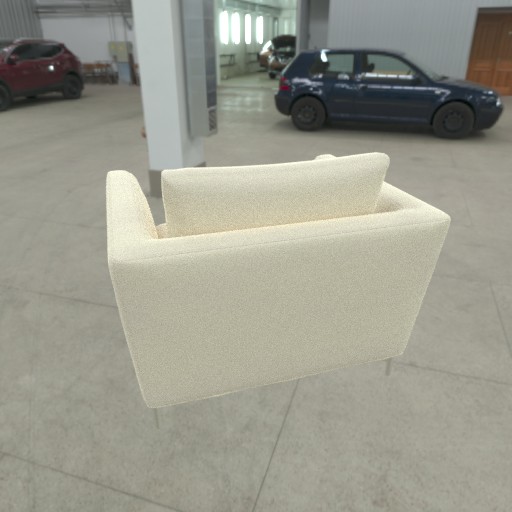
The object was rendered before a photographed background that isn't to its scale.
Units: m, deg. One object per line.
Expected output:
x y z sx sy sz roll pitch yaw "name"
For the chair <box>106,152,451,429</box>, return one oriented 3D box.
0.000 0.000 1.710 1.041 0.865 0.889 -8 27 -15 "chair"
